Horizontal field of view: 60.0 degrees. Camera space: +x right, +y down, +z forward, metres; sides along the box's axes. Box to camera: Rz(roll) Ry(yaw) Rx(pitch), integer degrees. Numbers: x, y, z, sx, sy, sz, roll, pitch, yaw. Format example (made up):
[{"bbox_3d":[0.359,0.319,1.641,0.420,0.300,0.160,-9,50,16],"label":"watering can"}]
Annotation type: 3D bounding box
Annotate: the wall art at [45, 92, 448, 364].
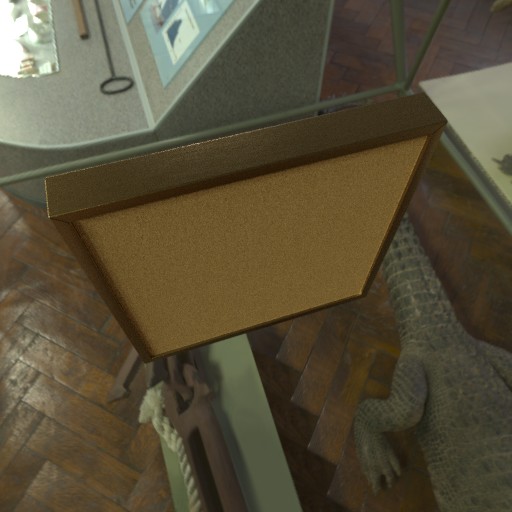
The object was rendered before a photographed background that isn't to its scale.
[{"bbox_3d":[0.000,0.000,0.460,0.305,0.305,0.037,-15,59,-9],"label":"wall art"}]
